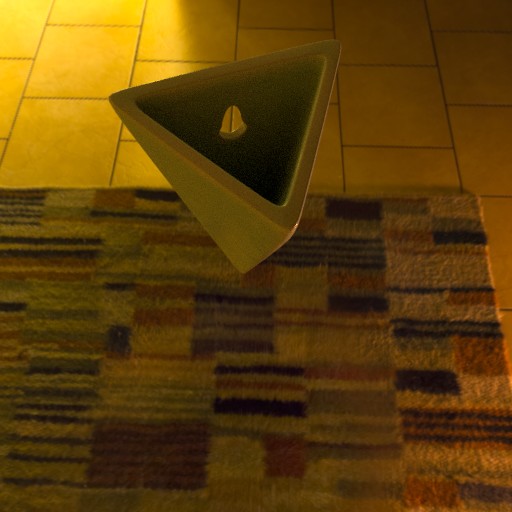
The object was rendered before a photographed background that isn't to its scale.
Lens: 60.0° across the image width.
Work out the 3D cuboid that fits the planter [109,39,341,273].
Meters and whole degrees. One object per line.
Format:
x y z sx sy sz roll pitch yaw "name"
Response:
0.000 0.000 0.215 0.080 0.178 0.064 -17 67 -8 "planter"
